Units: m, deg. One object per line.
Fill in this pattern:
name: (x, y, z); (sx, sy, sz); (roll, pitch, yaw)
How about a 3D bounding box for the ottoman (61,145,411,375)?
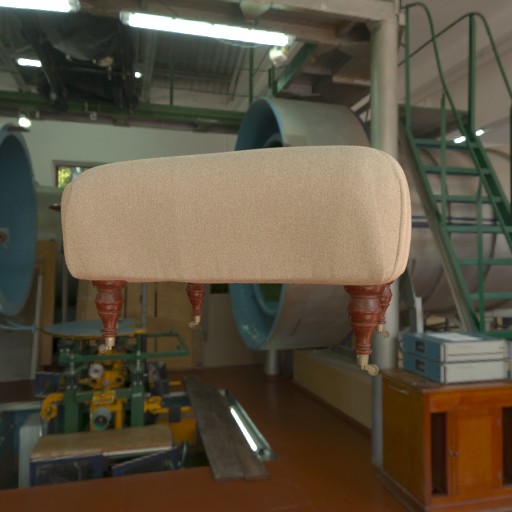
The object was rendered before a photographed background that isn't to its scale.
ottoman: (0.000, 0.000, 1.129); (0.746, 0.450, 0.639); (0, -1, 20)
